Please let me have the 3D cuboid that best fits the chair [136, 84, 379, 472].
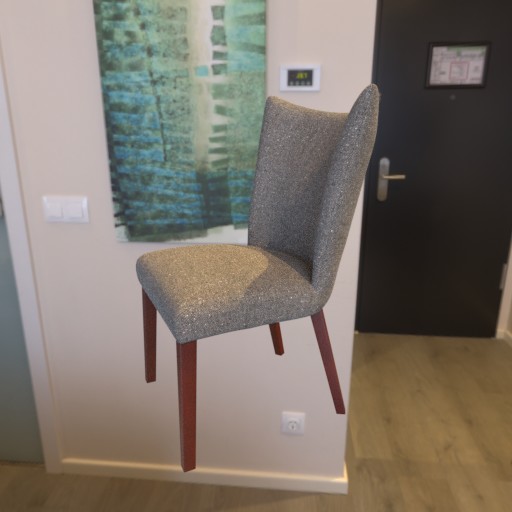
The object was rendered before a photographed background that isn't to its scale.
[{"bbox_3d":[0.000,0.000,1.301,0.623,0.924,0.535,-8,18,-24],"label":"chair"}]
